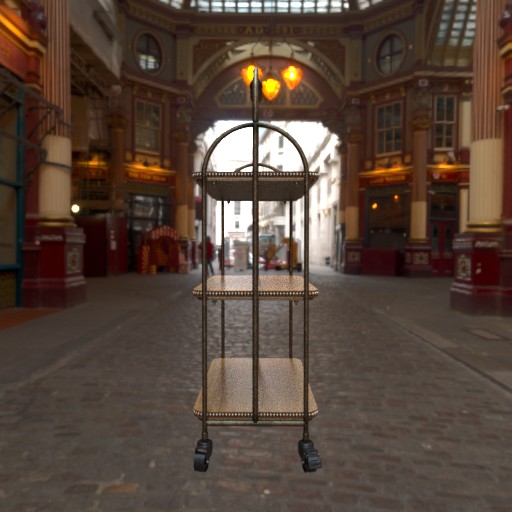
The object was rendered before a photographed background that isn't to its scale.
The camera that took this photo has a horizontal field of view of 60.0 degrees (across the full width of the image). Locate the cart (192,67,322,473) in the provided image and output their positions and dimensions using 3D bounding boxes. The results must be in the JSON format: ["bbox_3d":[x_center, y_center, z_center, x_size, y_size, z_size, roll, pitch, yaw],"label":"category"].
[{"bbox_3d":[0.000,0.000,1.354,0.330,1.052,0.650,0,2,1],"label":"cart"}]
